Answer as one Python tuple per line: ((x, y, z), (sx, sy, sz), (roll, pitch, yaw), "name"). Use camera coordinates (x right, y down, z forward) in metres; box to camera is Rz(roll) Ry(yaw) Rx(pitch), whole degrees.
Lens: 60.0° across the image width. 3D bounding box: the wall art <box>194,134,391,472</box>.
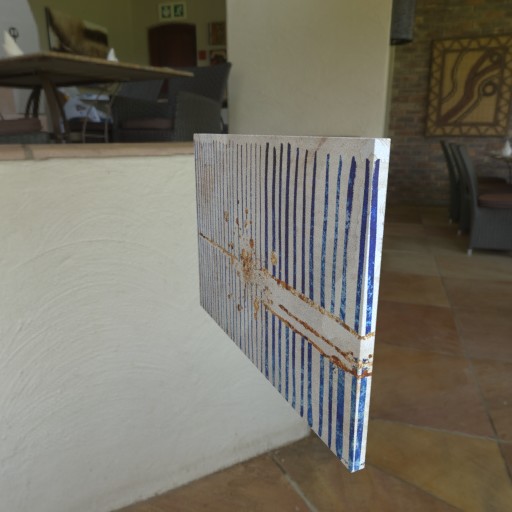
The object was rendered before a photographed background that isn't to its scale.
((0.000, 0.000, 1.441), (0.038, 0.757, 1.143), (-7, 17, -24), "wall art")
